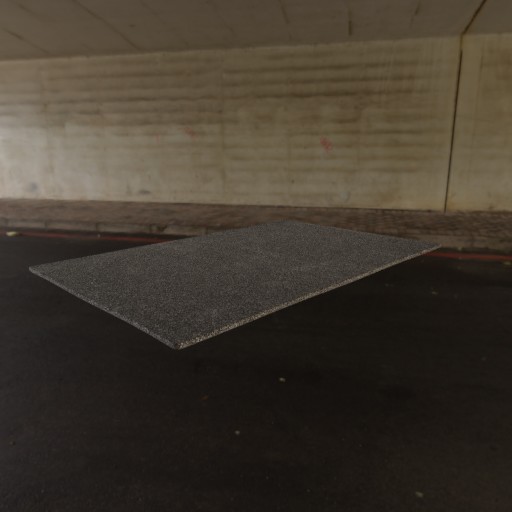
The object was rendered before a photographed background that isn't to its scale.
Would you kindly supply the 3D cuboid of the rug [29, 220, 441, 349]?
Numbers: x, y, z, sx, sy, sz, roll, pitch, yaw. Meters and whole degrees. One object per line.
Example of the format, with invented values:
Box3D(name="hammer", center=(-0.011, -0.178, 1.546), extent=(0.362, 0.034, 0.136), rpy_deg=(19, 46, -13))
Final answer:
Box3D(name="rug", center=(0.000, 0.000, 2.941), extent=(1.502, 0.025, 2.350), rpy_deg=(14, 20, 43))
